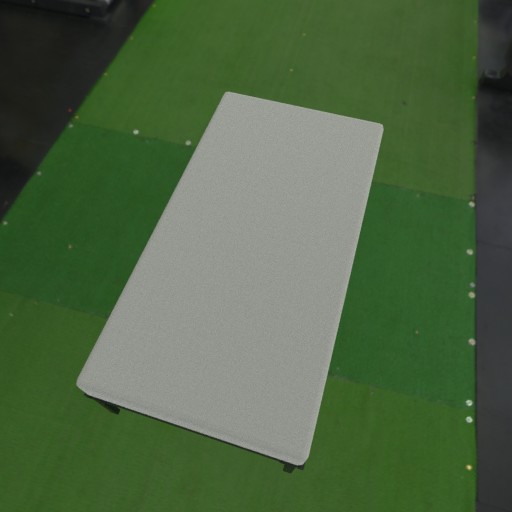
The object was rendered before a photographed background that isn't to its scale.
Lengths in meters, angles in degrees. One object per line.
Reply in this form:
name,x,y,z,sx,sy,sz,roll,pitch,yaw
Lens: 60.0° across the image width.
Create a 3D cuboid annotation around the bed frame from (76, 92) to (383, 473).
bed frame,0.000,0.000,3.326,1.393,0.680,2.635,15,60,9
